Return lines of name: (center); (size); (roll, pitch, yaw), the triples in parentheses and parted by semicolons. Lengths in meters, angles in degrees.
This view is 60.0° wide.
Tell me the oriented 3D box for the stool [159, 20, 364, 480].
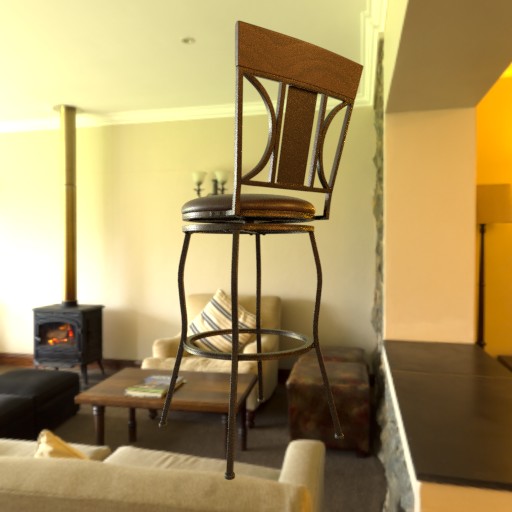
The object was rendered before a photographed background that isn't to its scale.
stool: (0.000, 0.000, 1.380); (0.448, 1.130, 0.513); (-1, 1, -36)
